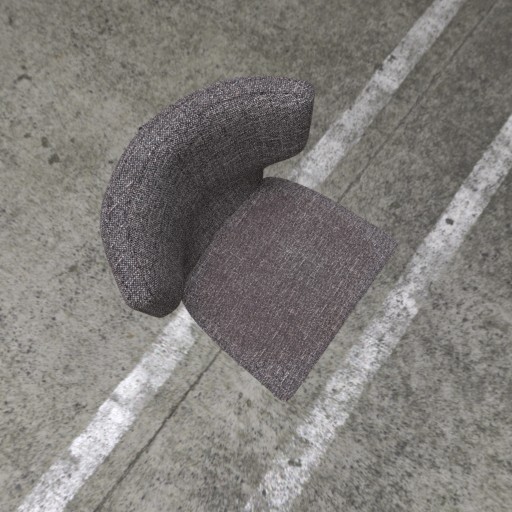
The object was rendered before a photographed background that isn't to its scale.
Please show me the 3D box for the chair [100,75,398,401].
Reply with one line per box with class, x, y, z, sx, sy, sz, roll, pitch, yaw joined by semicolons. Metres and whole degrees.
chair;0.000;0.000;1.265;0.617;0.824;0.611;36;78;9
